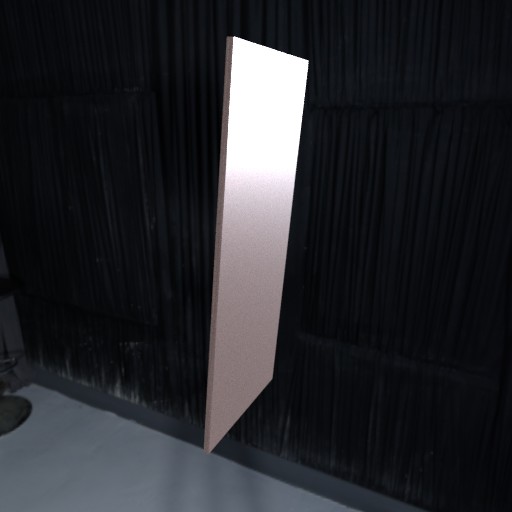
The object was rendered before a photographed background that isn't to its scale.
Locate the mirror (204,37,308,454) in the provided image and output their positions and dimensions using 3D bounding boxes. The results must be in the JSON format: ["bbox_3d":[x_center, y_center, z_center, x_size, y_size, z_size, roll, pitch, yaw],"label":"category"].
[{"bbox_3d":[0.000,0.000,2.393,0.221,2.020,0.812,8,19,26],"label":"mirror"}]
